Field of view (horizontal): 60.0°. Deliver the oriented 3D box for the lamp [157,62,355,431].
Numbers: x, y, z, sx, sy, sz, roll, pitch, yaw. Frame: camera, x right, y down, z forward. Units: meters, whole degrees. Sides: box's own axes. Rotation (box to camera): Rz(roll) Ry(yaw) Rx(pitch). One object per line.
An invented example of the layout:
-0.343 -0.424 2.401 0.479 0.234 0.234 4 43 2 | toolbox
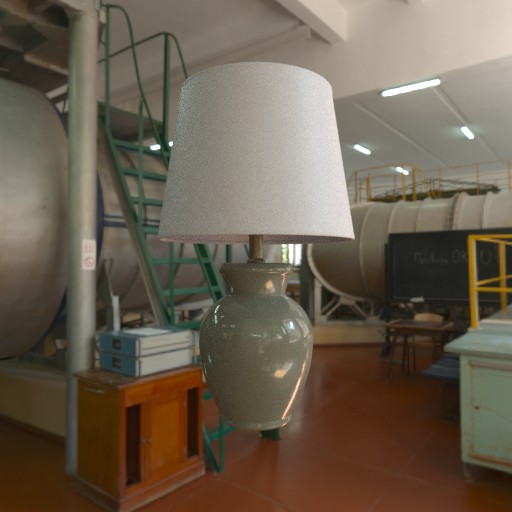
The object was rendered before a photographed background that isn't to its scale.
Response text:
0.000 0.000 0.550 0.239 0.399 0.239 0 -1 0 | lamp
